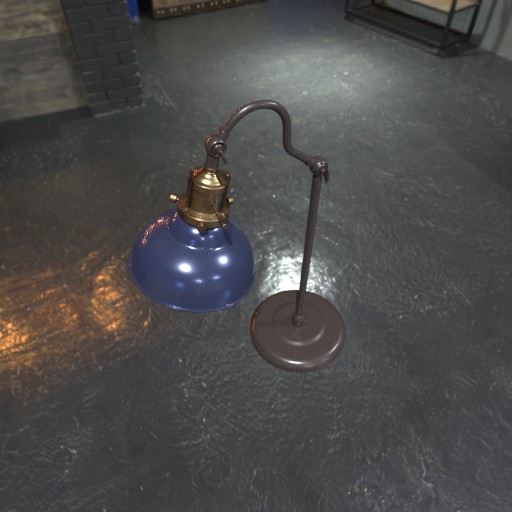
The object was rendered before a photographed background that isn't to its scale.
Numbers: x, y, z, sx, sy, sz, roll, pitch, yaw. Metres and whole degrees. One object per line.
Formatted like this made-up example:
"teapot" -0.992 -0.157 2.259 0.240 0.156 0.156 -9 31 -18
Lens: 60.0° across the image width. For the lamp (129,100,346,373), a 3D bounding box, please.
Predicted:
"lamp" 0.000 0.000 0.687 0.374 0.508 0.192 -17 49 -16
